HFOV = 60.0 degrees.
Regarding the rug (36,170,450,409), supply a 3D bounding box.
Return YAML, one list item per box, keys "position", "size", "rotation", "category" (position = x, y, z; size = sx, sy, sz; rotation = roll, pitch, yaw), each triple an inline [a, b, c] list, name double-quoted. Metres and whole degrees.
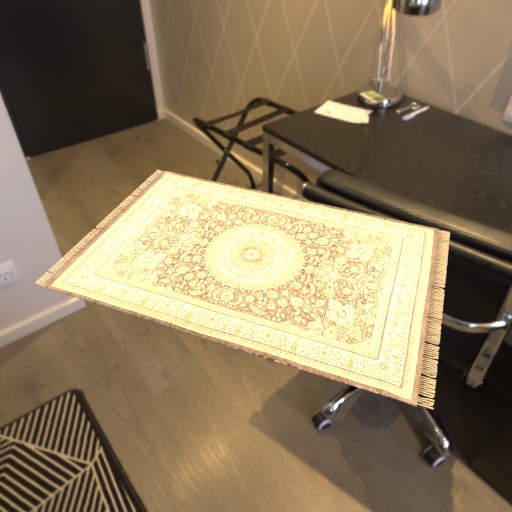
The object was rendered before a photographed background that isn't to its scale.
- position: [0.000, 0.000, 4.239]
  size: [3.422, 0.015, 2.143]
  rotation: [14, 43, 16]
  category: "rug"
